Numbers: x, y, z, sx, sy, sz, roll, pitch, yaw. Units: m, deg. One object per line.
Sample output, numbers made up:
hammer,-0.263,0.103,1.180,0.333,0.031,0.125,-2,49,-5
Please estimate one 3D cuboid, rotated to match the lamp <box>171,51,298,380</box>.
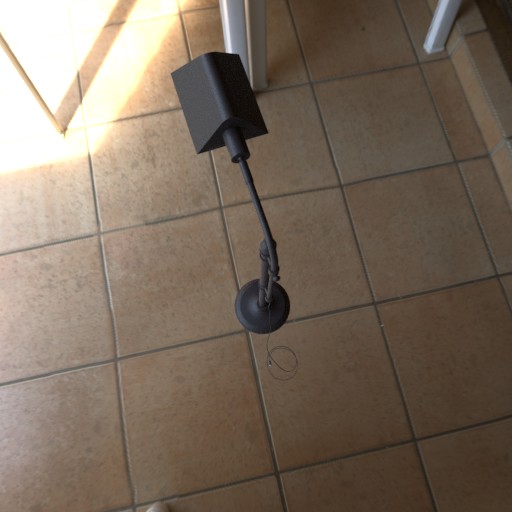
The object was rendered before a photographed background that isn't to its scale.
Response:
lamp,0.000,0.000,0.946,0.159,0.708,0.545,-18,76,-5
